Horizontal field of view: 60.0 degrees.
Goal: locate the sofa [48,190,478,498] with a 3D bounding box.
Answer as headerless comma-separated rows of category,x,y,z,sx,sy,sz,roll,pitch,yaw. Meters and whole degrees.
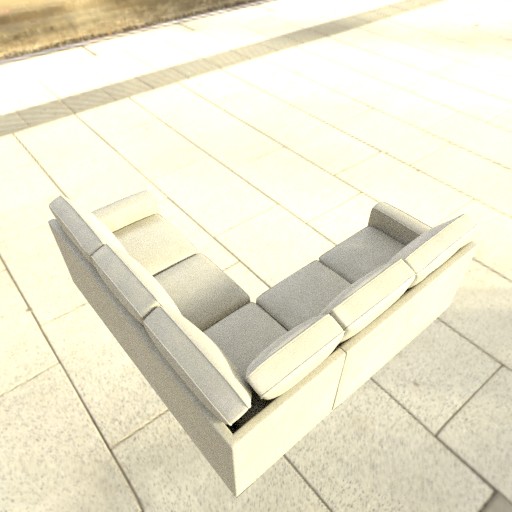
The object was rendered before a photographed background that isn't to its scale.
sofa,0.000,0.000,3.302,2.188,0.936,2.211,-31,52,-28
